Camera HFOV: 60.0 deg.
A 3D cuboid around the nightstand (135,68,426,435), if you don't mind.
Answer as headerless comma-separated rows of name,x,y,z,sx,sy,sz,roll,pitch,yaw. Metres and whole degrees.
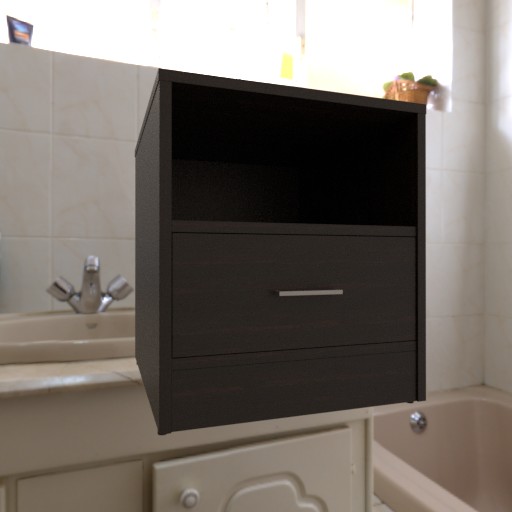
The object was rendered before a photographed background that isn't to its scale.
nightstand,0.000,0.000,0.811,0.400,0.460,0.461,0,0,-19
